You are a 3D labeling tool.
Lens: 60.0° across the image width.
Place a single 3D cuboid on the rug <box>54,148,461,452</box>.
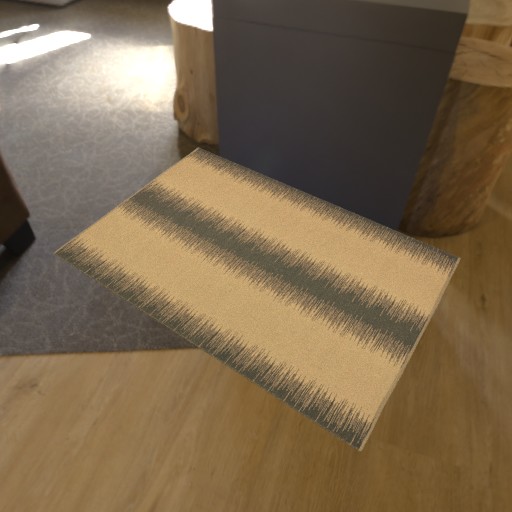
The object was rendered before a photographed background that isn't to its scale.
[{"bbox_3d":[0.000,0.000,2.412,1.854,0.006,1.234,27,53,23],"label":"rug"}]
